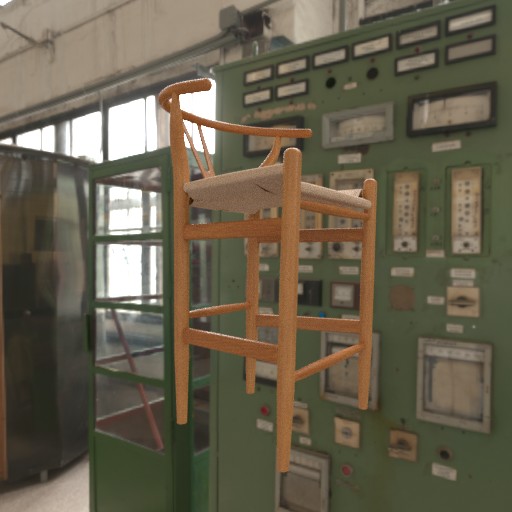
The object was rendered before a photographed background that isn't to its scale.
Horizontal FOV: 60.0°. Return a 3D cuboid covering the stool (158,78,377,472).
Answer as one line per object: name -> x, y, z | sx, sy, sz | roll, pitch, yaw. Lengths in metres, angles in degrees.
stool -> 0.000, 0.000, 1.349 | 0.579, 0.970, 0.569 | 0, 0, 35
